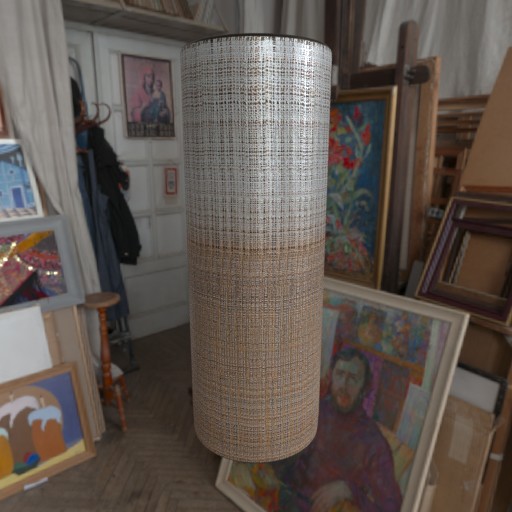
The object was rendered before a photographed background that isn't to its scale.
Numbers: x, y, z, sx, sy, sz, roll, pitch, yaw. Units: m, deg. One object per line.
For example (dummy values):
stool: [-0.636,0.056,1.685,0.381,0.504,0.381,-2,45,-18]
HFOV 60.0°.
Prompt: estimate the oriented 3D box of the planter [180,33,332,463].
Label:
planter: [0.000,0.000,0.325,0.099,0.278,0.099,2,14,10]
